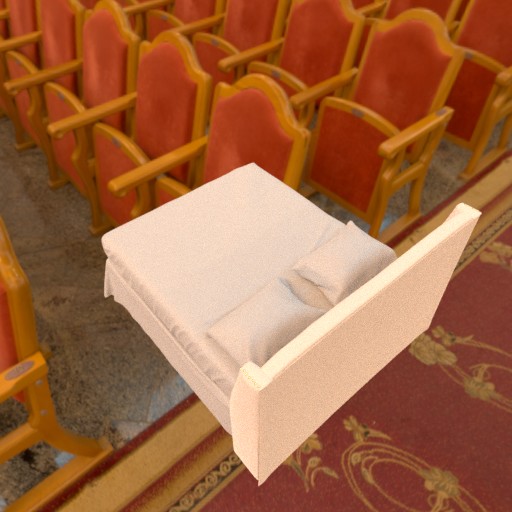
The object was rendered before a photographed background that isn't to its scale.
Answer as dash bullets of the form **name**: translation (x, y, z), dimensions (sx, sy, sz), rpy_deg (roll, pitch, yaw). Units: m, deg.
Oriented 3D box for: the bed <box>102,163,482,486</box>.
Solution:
- **bed**: translation (0.000, 0.000, 3.461), dimensions (1.925, 1.332, 2.276), rpy_deg (-32, 54, -27)
